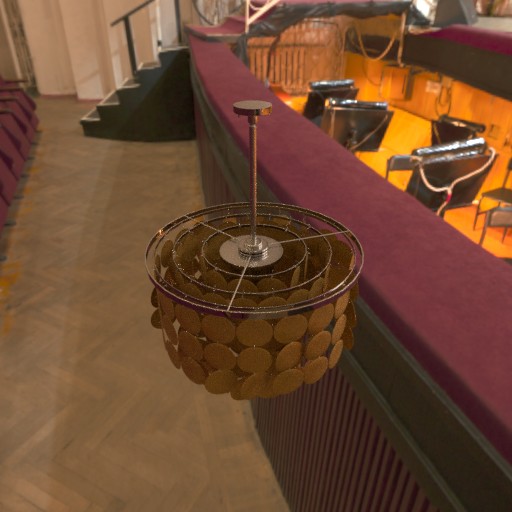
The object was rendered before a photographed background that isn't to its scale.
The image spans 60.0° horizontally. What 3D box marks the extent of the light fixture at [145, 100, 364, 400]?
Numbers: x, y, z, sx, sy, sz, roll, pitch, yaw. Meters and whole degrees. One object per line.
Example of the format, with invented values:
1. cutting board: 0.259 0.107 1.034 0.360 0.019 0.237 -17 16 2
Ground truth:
1. light fixture: 0.000 0.000 0.742 0.368 0.492 0.368 0 31 0
